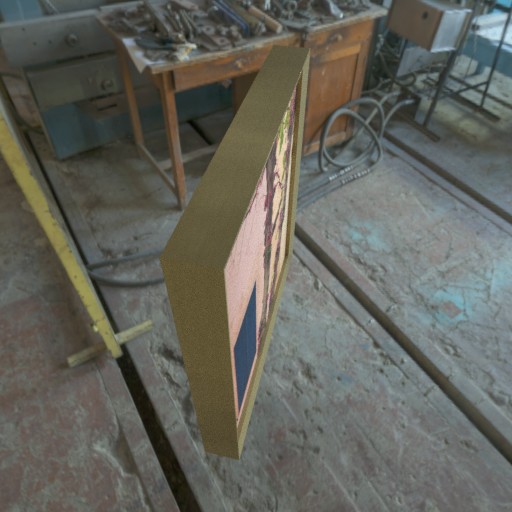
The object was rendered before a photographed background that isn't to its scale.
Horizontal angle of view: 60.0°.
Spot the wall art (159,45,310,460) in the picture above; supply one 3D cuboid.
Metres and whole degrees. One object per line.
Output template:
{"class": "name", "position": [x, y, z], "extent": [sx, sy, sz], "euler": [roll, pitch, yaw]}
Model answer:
{"class": "wall art", "position": [0.000, 0.000, 0.459], "extent": [0.038, 0.305, 0.304], "euler": [10, 48, 9]}
